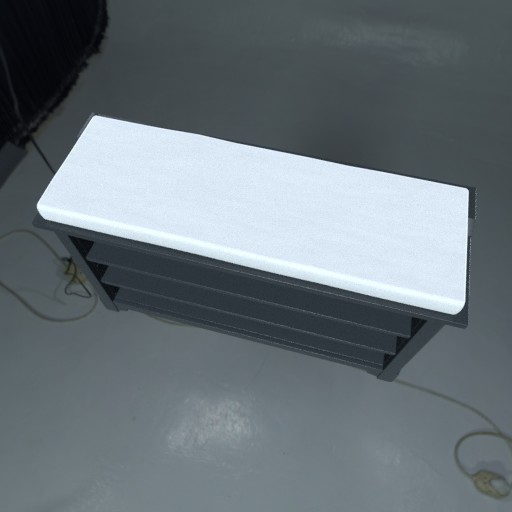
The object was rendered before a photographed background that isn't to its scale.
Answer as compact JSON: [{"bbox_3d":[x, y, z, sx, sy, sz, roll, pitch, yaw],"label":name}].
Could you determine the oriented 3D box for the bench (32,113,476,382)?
[{"bbox_3d":[0.000,0.000,1.225,0.973,0.561,0.345,13,61,7],"label":"bench"}]
